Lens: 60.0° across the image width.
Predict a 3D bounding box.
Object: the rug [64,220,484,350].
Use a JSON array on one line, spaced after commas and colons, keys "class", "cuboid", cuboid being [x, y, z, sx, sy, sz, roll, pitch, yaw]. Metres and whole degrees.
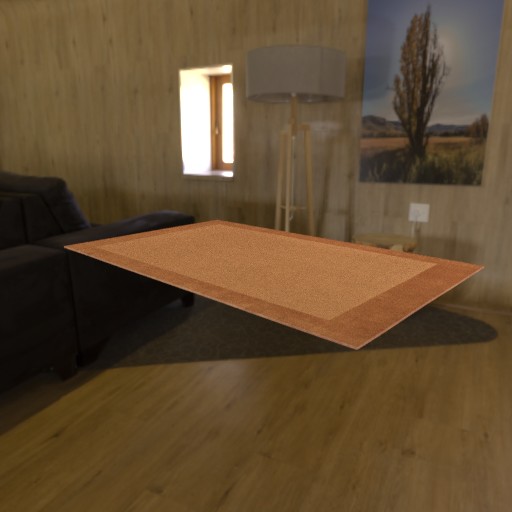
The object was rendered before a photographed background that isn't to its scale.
[{"class": "rug", "cuboid": [0.000, 0.000, 2.999, 2.438, 0.014, 1.524, 13, 19, 41]}]
